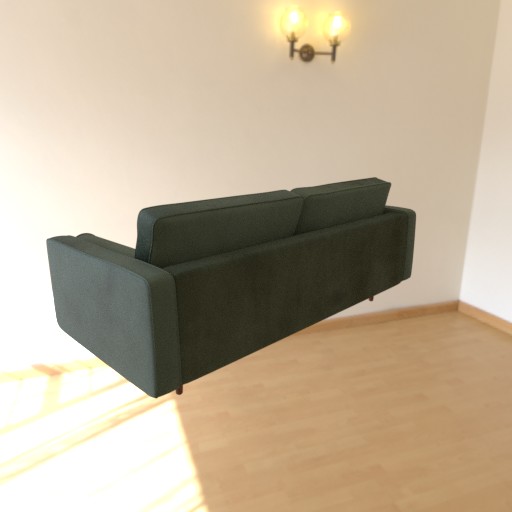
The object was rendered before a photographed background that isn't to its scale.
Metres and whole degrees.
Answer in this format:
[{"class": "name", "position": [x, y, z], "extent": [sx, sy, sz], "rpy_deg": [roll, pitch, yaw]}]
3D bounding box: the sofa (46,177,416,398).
[{"class": "sofa", "position": [0.000, 0.000, 2.401], "extent": [1.880, 0.772, 0.916], "rpy_deg": [-15, 22, -42]}]
